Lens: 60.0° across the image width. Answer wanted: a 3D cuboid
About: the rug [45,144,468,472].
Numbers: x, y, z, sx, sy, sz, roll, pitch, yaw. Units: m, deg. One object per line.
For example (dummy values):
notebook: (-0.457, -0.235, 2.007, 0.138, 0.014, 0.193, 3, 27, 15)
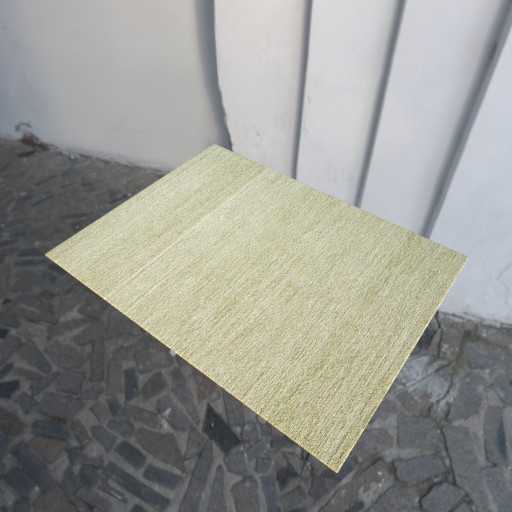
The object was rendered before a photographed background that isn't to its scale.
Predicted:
rug: (0.000, 0.000, 4.195, 3.198, 0.016, 2.425, 29, 53, 25)
